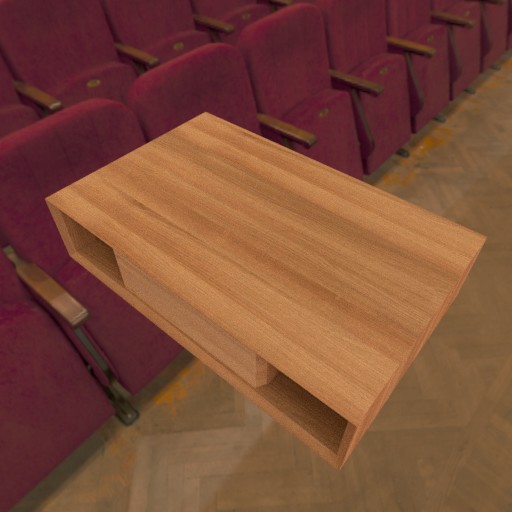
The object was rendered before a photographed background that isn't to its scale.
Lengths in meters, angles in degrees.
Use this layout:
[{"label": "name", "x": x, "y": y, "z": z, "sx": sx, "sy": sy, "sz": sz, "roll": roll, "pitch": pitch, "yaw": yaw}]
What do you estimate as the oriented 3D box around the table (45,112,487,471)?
[{"label": "table", "x": 0.000, "y": 0.000, "z": 1.416, "sx": 1.100, "sy": 0.330, "sz": 0.700, "roll": 31, "pitch": 54, "yaw": 26}]
